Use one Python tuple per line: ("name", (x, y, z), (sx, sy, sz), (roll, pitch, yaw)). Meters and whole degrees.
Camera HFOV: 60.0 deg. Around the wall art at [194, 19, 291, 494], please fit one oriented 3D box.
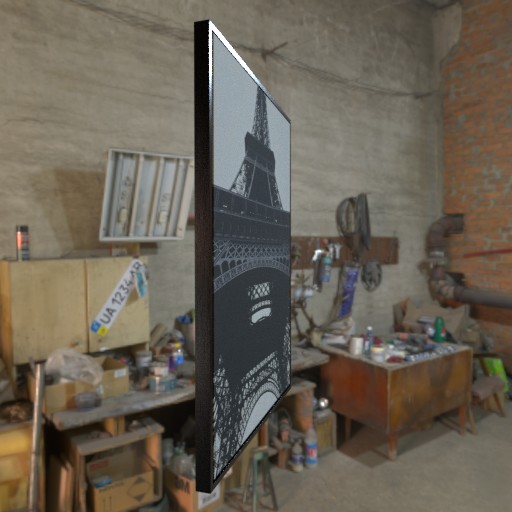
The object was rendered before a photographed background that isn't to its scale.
("wall art", (0.000, 0.000, 1.381), (0.040, 1.062, 0.805), (0, 1, 17))
